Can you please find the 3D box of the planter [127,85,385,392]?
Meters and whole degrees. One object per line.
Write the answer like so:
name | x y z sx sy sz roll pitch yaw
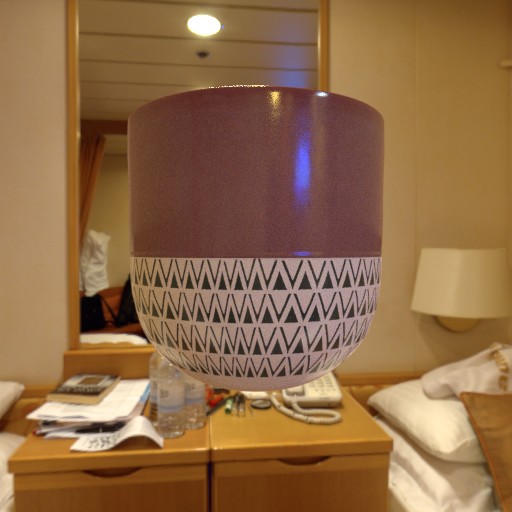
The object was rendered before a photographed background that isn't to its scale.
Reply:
planter | 0.000 0.000 0.479 0.266 0.270 0.266 0 1 0
